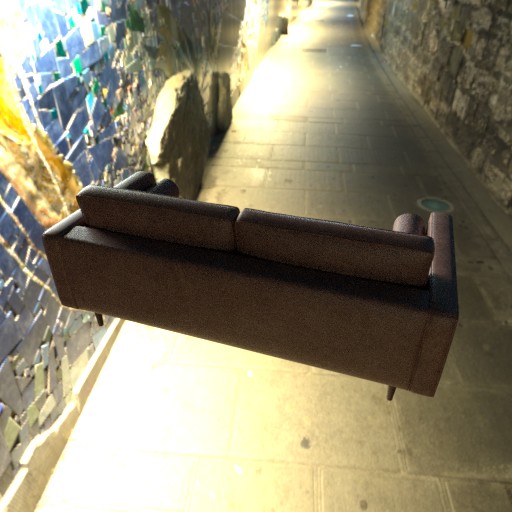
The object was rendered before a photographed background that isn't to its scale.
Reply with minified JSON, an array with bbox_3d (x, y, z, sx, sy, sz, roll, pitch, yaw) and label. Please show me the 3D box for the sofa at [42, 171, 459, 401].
[{"bbox_3d":[0.000,0.000,2.293,1.870,0.760,0.910,10,34,16],"label":"sofa"}]
